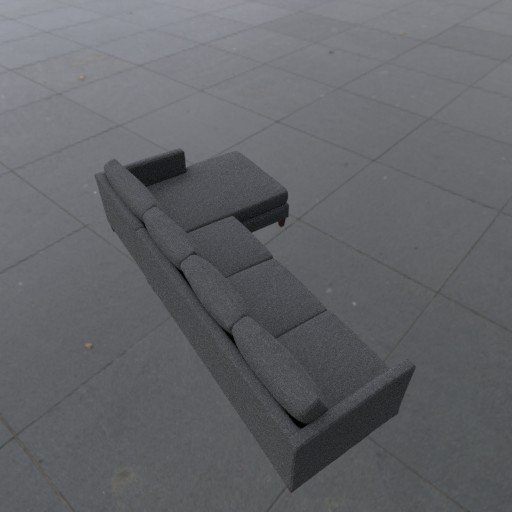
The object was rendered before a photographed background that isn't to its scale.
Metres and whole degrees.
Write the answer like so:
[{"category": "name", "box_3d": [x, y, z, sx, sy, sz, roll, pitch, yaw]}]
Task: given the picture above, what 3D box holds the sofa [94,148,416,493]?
[{"category": "sofa", "box_3d": [0.000, 0.000, 3.760, 1.625, 0.846, 3.186, -25, 48, -24]}]
